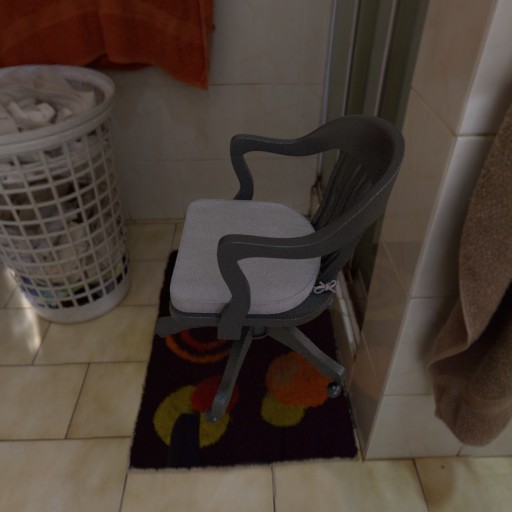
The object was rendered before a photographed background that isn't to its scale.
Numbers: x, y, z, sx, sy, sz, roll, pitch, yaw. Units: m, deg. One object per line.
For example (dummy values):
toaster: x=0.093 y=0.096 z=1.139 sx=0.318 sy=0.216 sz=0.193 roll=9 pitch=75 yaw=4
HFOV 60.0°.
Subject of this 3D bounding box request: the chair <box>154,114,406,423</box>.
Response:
chair: x=0.000 y=0.000 z=1.481 sx=0.788 sy=0.878 sz=0.750 roll=0 pitch=40 yaw=0
